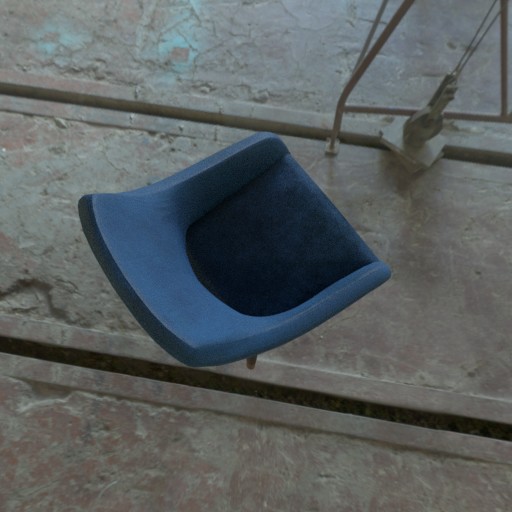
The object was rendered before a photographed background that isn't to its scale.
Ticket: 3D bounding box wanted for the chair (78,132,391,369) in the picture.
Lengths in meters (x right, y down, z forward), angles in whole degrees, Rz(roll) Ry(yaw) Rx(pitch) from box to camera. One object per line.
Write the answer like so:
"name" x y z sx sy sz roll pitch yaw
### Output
"chair" 0.000 0.000 1.563 0.794 1.081 0.683 -35 76 -10
